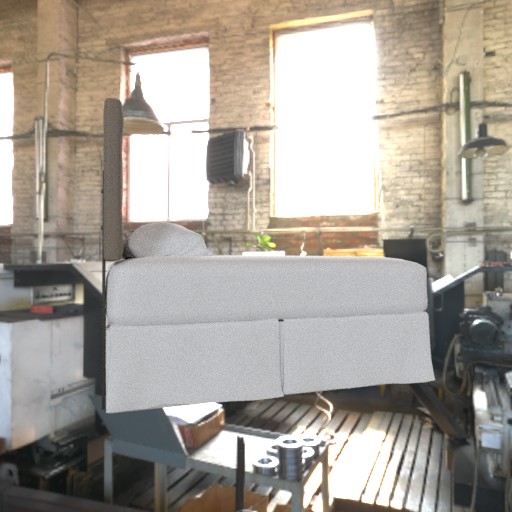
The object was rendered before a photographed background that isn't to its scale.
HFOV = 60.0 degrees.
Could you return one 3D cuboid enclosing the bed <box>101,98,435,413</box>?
[{"bbox_3d":[0.000,0.000,3.039,1.997,1.571,1.261,0,-1,-19],"label":"bed"}]
